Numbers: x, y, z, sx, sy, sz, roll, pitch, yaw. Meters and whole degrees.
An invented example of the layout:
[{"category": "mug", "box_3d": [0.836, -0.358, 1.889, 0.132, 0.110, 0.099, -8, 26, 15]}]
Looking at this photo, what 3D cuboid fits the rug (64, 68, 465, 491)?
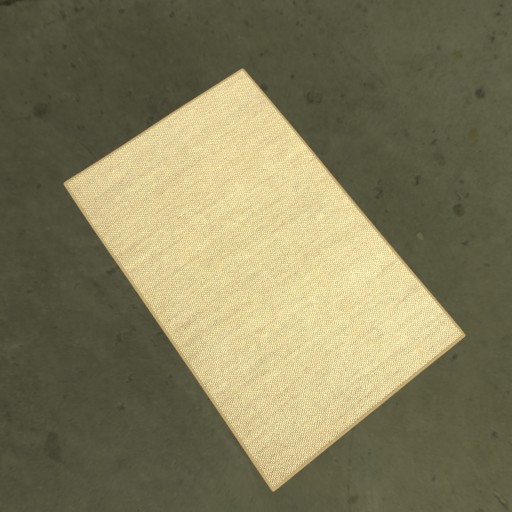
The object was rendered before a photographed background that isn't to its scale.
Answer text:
[{"category": "rug", "box_3d": [0.000, 0.000, 2.025, 1.062, 0.013, 1.667, -36, 79, -8]}]
